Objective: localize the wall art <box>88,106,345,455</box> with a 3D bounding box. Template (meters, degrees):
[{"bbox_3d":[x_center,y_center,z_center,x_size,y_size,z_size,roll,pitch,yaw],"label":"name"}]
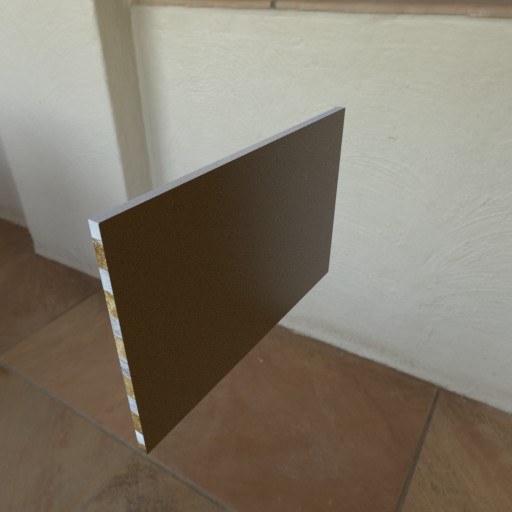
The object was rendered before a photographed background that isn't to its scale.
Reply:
[{"bbox_3d":[0.000,0.000,1.207,0.027,0.610,0.932,20,37,29],"label":"wall art"}]
